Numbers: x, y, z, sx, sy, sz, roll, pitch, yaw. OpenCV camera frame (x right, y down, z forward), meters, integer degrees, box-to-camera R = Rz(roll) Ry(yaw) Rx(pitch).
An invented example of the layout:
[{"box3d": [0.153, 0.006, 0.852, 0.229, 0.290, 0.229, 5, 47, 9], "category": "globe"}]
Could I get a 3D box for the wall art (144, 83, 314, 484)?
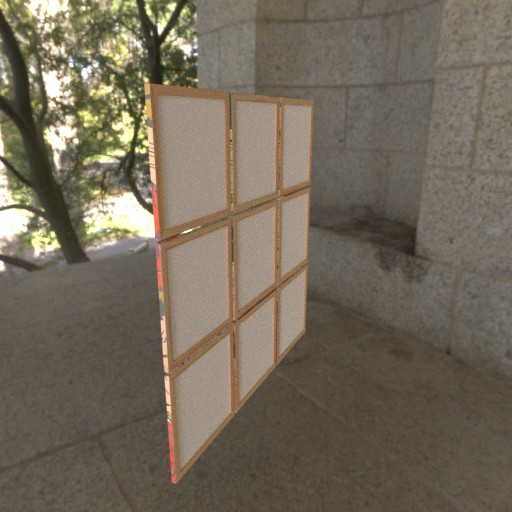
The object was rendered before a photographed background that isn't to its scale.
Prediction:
[{"box3d": [0.000, 0.000, 1.337, 0.013, 0.913, 0.904, 8, 19, 25], "category": "wall art"}]
